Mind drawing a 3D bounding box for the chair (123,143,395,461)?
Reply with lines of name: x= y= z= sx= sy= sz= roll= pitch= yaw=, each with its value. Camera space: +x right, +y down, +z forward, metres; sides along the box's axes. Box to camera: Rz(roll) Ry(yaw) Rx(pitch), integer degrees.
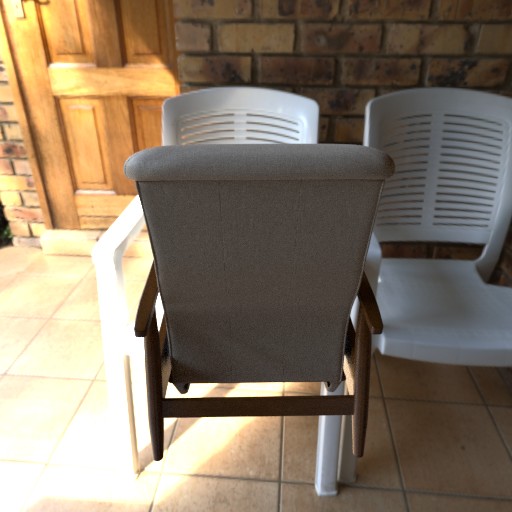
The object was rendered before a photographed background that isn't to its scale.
chair: x=0.000 y=0.000 z=1.697 sx=0.762 sy=1.082 sz=1.030 roll=-1 pitch=29 yaw=-1
